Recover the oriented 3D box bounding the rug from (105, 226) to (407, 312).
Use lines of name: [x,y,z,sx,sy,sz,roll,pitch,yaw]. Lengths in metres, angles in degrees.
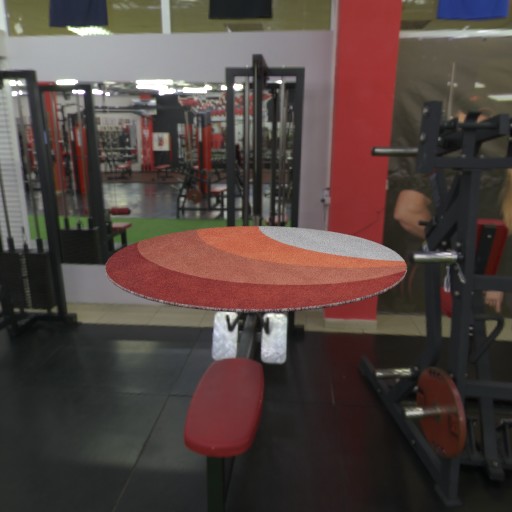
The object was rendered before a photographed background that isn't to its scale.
rug: [0.000,0.000,2.339,1.514,0.015,1.514,0,15,0]
